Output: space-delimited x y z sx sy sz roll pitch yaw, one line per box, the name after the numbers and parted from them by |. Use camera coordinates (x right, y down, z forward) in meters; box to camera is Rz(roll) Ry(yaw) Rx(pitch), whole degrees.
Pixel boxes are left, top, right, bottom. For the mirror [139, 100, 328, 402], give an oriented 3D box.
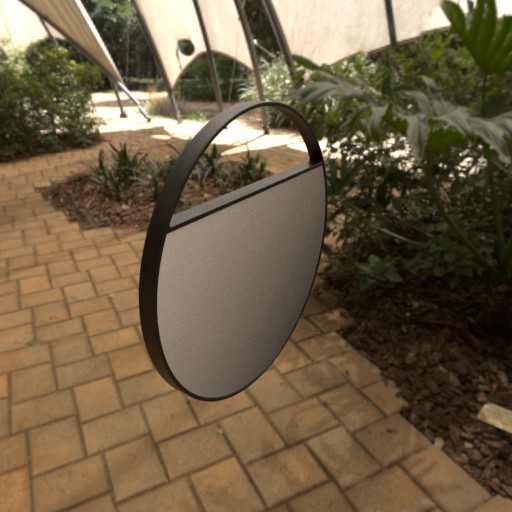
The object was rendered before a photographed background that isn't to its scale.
0.000 0.000 0.855 0.032 0.565 0.565 16 29 30 | mirror
